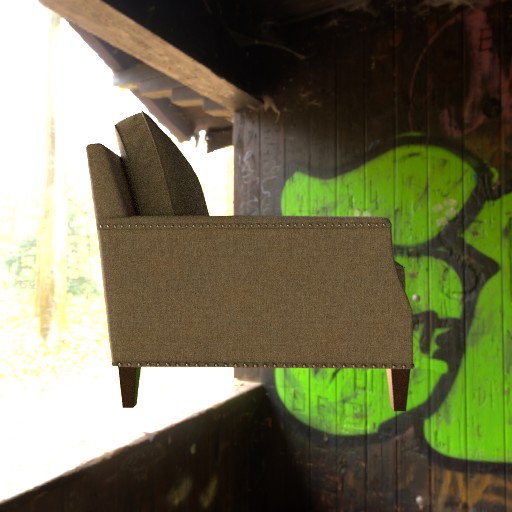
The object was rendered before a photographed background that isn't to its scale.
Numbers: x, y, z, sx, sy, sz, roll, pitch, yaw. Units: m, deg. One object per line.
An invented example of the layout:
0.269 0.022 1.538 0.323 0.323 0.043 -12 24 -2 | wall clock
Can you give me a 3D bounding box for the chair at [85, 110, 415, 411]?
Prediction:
0.000 0.000 1.737 1.014 0.943 0.853 0 -2 2 | chair
